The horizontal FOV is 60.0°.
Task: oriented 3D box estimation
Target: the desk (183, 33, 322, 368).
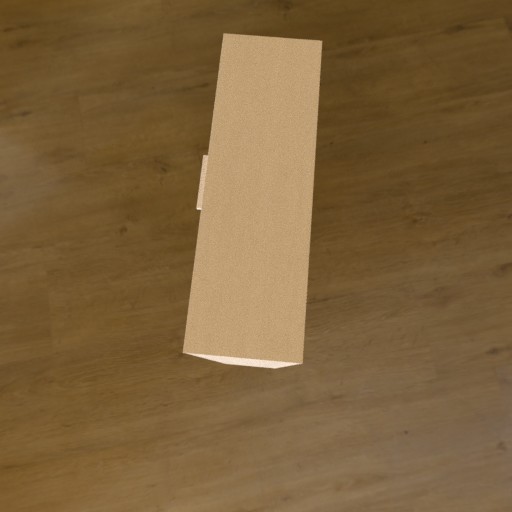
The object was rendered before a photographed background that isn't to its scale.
[{"bbox_3d":[0.000,0.000,1.582,0.250,1.280,0.750,5,75,1],"label":"desk"}]
